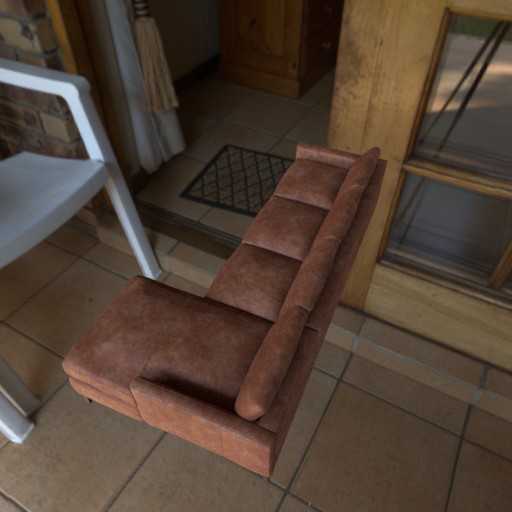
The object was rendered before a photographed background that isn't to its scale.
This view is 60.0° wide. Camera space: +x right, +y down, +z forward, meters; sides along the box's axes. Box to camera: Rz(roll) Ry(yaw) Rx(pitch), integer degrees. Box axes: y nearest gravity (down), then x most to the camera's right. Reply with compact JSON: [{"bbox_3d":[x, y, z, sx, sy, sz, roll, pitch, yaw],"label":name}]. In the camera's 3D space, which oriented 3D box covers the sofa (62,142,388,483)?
[{"bbox_3d":[0.000,0.000,3.635,1.471,0.859,2.993,17,48,16],"label":"sofa"}]
